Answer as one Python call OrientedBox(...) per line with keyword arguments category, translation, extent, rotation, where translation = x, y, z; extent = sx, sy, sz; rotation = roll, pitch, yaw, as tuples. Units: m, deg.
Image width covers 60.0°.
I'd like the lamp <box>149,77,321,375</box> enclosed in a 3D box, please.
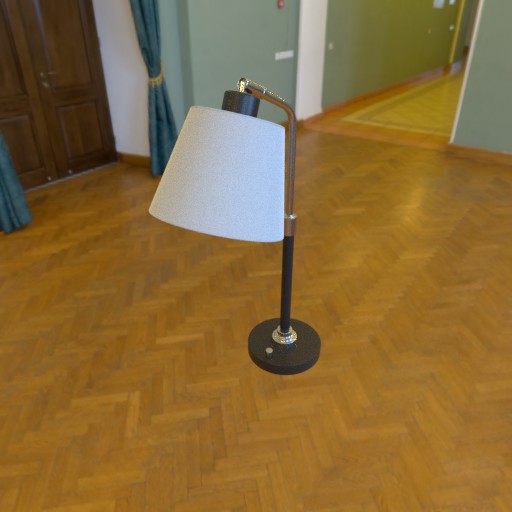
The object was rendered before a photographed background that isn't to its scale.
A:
OrientedBox(category="lamp", translation=(0.000, 0.000, 0.704), extent=(0.181, 0.539, 0.348), rotation=(19, 36, 30))
